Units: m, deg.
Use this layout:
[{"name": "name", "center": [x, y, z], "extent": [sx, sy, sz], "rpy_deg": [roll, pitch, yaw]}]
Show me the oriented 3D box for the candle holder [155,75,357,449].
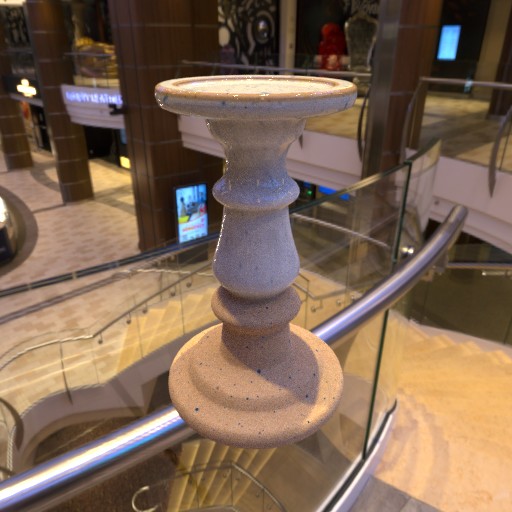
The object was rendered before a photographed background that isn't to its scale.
[{"name": "candle holder", "center": [0.000, 0.000, 0.275], "extent": [0.123, 0.202, 0.123], "rpy_deg": [0, 26, 0]}]
